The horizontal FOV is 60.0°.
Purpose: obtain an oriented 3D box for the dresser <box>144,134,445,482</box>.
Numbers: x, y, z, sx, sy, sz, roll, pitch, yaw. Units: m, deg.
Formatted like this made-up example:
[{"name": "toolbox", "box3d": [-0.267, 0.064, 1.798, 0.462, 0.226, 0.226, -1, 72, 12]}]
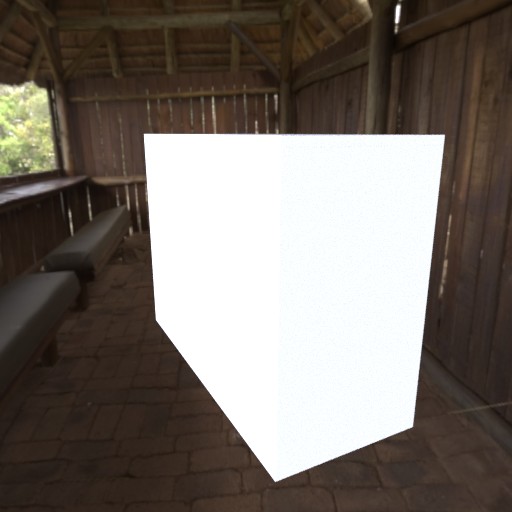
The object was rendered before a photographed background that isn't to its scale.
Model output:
[{"name": "dresser", "box3d": [0.000, 0.000, 1.549, 0.460, 0.820, 1.100, -8, 17, -26]}]
